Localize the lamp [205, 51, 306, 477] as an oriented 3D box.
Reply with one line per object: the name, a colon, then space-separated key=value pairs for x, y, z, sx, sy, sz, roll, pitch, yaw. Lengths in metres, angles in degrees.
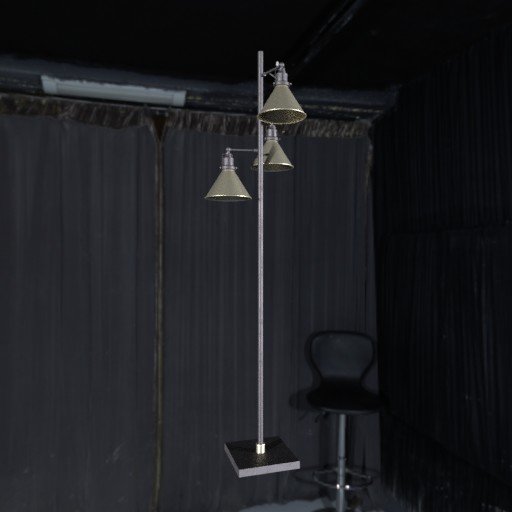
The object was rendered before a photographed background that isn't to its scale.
lamp: x=0.000 y=0.000 z=1.851 sx=0.415 sy=1.716 sz=0.428 roll=0 pitch=1 yaw=-17
